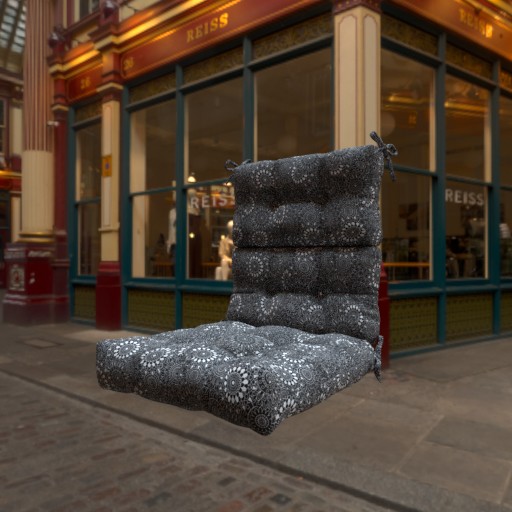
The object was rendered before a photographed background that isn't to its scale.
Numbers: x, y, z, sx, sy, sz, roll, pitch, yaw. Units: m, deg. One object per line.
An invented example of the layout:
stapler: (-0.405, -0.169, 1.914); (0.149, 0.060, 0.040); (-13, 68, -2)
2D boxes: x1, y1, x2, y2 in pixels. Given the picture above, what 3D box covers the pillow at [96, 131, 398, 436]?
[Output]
pillow: (0.000, 0.000, 1.043); (0.519, 0.605, 0.571); (0, 0, 37)
